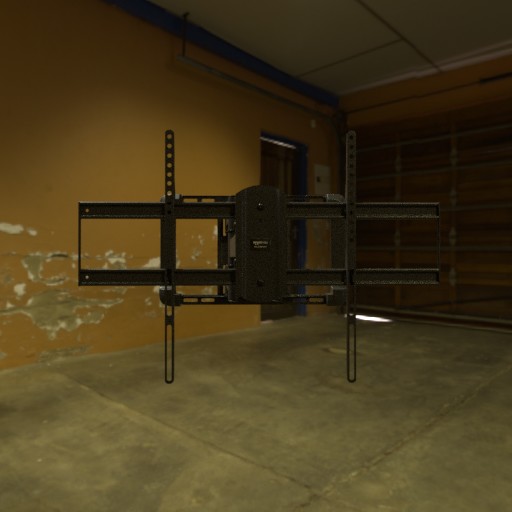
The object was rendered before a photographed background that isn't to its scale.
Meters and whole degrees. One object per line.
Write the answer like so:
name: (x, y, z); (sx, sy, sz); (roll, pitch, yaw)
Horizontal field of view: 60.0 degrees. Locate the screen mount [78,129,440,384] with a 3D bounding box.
screen mount: (0.000, 0.000, 1.284); (0.725, 0.483, 0.905); (0, 0, -1)
